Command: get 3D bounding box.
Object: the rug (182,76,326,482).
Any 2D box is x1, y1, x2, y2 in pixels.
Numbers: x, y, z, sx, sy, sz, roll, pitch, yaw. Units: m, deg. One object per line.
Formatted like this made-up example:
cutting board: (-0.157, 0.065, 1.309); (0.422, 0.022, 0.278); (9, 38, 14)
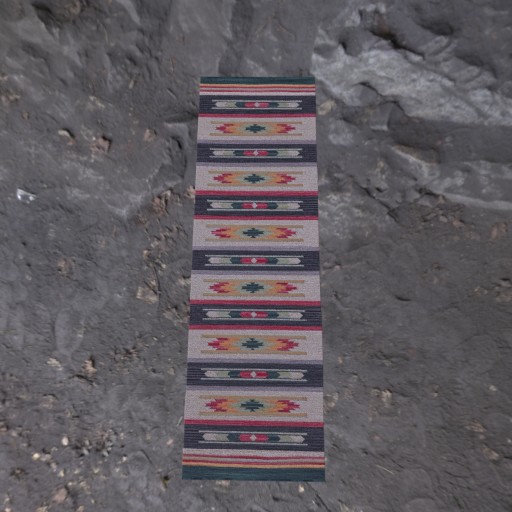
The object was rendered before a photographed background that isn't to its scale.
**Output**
rug: (0.000, 0.000, 2.626); (0.760, 0.009, 2.440); (0, 76, 0)
